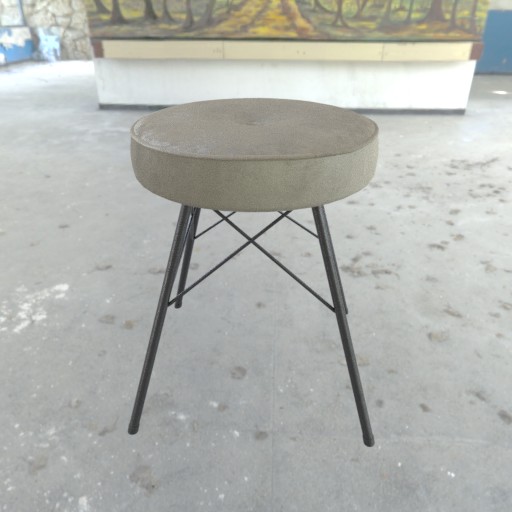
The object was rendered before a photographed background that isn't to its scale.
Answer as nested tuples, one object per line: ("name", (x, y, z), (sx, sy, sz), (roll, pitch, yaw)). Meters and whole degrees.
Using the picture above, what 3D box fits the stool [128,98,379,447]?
("stool", (0.000, 0.000, 0.863), (0.457, 0.538, 0.423), (2, 29, 3))
